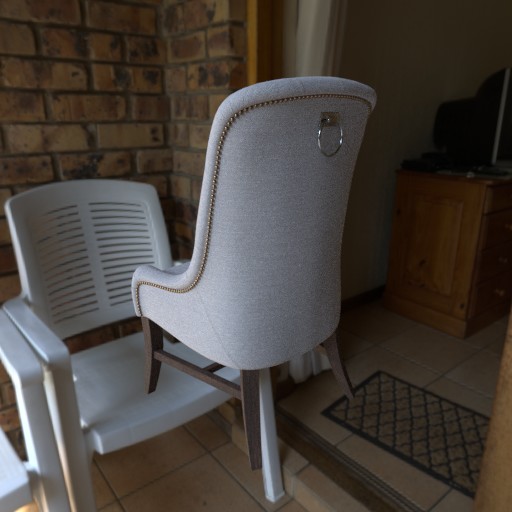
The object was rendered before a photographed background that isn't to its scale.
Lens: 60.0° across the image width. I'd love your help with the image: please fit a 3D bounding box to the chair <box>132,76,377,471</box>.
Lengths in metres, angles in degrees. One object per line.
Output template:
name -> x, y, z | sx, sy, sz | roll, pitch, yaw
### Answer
chair -> 0.000, 0.000, 1.492 | 0.634, 1.091, 0.629 | -17, 24, -42
